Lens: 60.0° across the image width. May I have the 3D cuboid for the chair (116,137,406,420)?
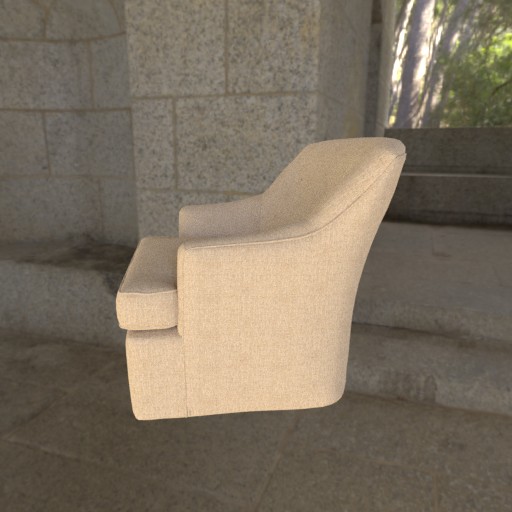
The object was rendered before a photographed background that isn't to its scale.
[{"bbox_3d":[0.000,0.000,1.651,0.923,0.856,0.864,-2,14,-9],"label":"chair"}]
